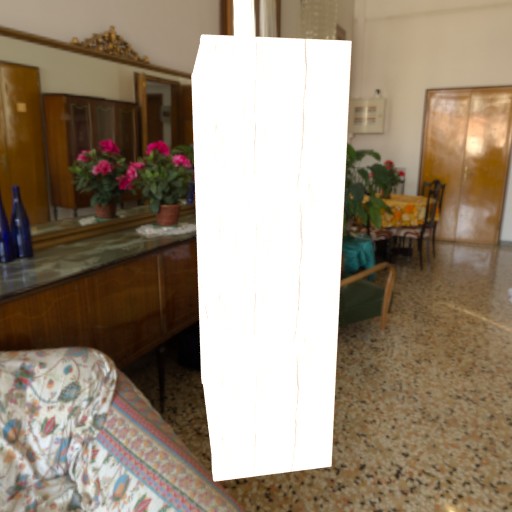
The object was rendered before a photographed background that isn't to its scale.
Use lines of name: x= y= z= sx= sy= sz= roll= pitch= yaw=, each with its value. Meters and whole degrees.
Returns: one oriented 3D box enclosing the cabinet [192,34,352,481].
cabinet: x=0.000 y=0.000 z=2.367 sx=0.580 sy=1.930 sz=0.980 roll=-2 pitch=14 yaw=-10
